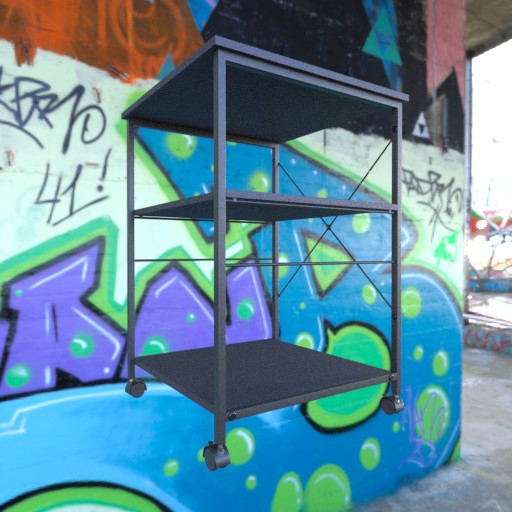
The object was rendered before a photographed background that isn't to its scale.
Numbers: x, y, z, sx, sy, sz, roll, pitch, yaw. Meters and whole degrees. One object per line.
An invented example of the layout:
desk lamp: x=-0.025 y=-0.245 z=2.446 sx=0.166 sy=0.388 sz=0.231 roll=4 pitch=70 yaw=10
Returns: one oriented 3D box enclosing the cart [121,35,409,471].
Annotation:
cart: x=0.000 y=0.000 z=1.120 sx=0.520 sy=0.762 sz=0.521 roll=0 pitch=1 yaw=-34
